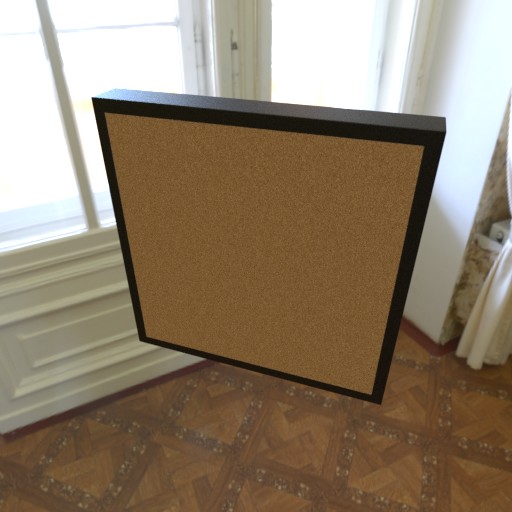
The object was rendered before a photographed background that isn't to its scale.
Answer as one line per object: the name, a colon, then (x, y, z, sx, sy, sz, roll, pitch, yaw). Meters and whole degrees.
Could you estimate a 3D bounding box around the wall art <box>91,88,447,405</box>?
wall art: (0.000, 0.000, 0.459, 0.304, 0.304, 0.038, 11, 35, 16)
